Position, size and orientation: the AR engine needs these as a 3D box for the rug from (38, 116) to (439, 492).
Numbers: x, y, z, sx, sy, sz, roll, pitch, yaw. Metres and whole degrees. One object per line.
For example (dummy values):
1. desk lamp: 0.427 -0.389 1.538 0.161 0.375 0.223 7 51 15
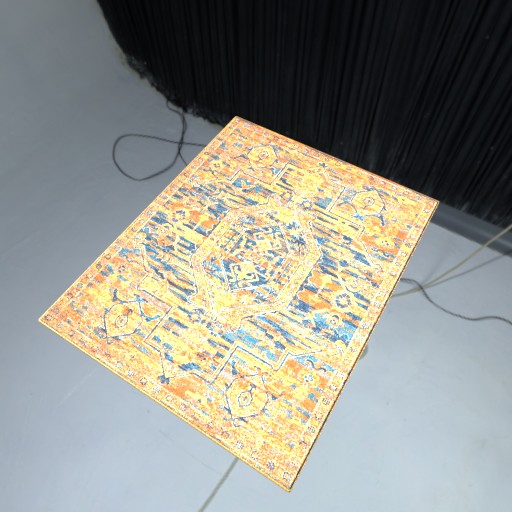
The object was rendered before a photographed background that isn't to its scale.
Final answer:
1. rug: 0.000 0.000 4.079 2.435 0.031 3.040 27 61 17
